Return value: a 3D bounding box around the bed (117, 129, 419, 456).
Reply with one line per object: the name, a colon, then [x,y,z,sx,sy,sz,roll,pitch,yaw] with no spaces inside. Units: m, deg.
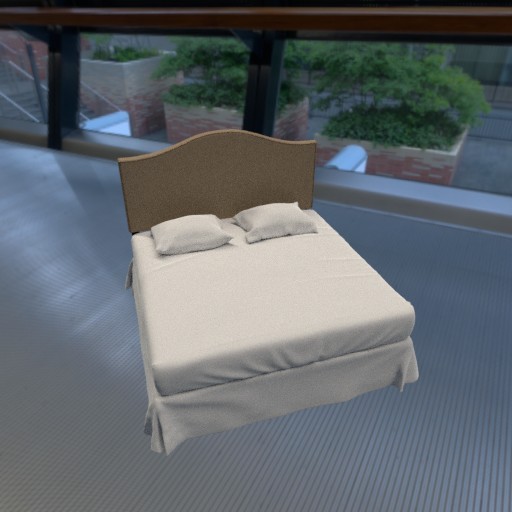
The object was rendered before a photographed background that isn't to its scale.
bed: [0.000,0.000,3.815,2.311,1.651,2.222,-9,32,-15]
